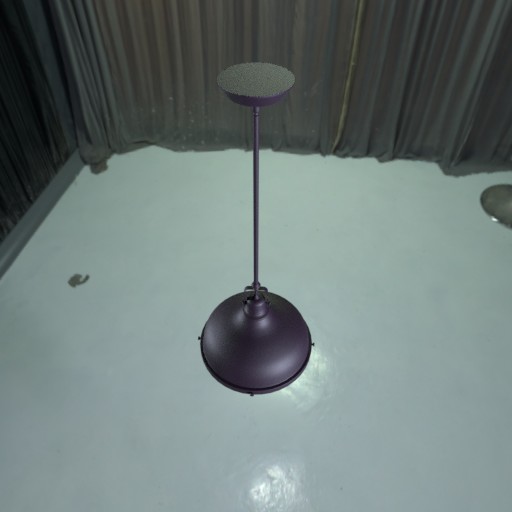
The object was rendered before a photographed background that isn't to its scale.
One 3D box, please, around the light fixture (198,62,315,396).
[{"bbox_3d":[0.000,0.000,1.044,0.341,0.849,0.341,3,46,3],"label":"light fixture"}]
